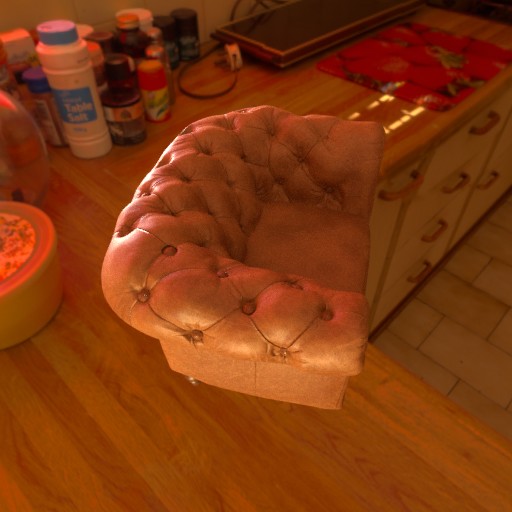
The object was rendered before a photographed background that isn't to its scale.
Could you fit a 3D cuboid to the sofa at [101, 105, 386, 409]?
[{"bbox_3d":[0.000,0.000,2.063,1.033,0.878,1.405,10,46,10],"label":"sofa"}]
